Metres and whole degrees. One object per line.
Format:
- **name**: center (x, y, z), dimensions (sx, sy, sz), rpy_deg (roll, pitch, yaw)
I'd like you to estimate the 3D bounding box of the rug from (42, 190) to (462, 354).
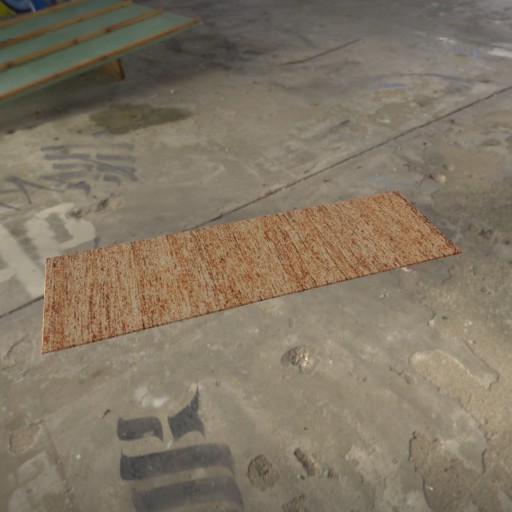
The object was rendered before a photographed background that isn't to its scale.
- **rug**: center (0.000, 0.000, 2.486), dimensions (2.237, 0.014, 0.680), rpy_deg (-12, 43, -14)
